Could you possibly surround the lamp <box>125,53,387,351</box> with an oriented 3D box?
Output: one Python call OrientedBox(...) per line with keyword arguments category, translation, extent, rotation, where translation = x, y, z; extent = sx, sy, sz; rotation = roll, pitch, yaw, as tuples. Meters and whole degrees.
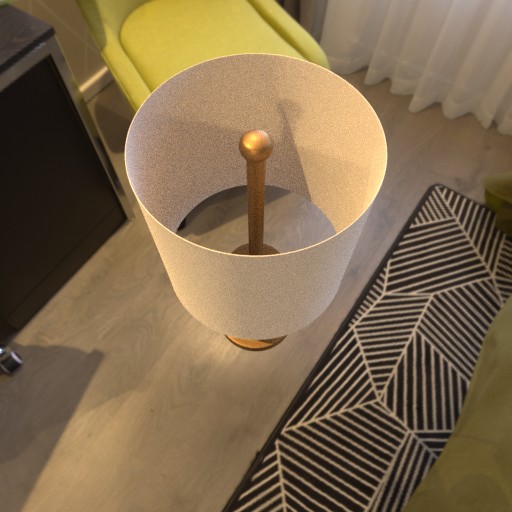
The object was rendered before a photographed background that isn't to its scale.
OrientedBox(category="lamp", translation=(0.000, 0.000, 0.535), extent=(0.210, 0.410, 0.210), rotation=(4, 63, 2))
